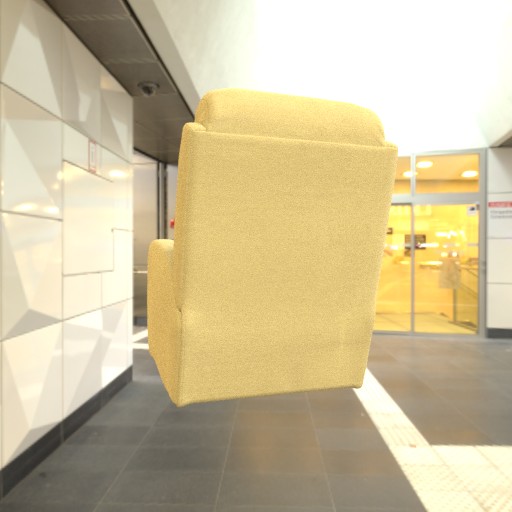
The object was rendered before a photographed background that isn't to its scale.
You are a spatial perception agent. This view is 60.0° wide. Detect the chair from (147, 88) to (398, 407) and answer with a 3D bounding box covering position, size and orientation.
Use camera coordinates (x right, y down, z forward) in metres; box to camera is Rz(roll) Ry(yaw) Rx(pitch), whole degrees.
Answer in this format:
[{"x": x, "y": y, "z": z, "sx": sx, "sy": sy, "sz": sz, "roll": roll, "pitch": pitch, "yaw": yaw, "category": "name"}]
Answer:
[{"x": 0.000, "y": 0.000, "z": 1.784, "sx": 0.798, "sy": 1.013, "sz": 1.043, "roll": 0, "pitch": 0, "yaw": -18, "category": "chair"}]
